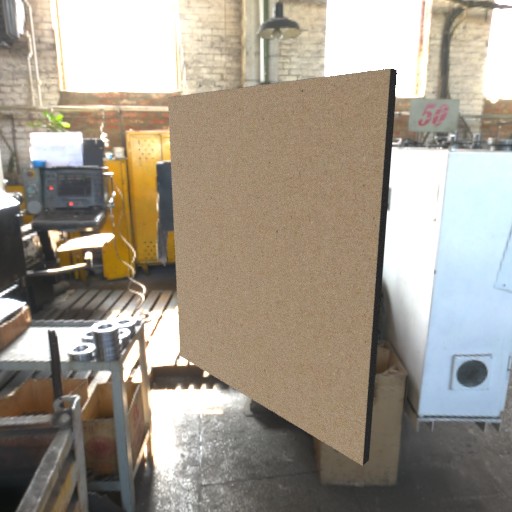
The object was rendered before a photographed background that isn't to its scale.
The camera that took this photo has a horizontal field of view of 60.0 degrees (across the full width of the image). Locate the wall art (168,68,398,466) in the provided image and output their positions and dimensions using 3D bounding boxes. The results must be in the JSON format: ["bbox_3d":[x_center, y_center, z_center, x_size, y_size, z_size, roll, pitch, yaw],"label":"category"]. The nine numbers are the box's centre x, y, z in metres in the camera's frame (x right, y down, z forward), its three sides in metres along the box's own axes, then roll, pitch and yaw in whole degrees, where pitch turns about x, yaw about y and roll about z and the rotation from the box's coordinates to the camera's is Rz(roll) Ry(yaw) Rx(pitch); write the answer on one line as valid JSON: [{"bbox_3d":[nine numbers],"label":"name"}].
[{"bbox_3d":[0.000,0.000,1.201,0.028,0.863,0.755,-13,19,-42],"label":"wall art"}]
